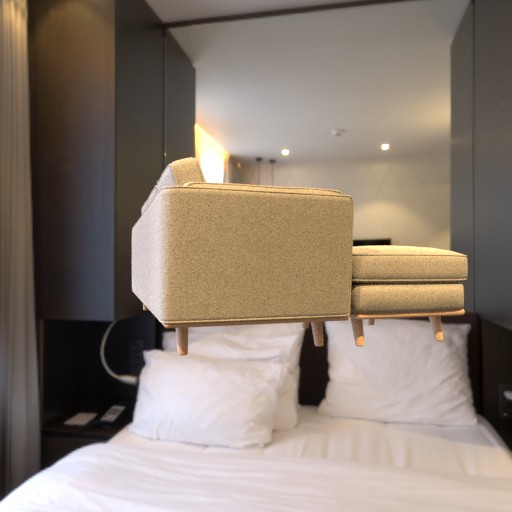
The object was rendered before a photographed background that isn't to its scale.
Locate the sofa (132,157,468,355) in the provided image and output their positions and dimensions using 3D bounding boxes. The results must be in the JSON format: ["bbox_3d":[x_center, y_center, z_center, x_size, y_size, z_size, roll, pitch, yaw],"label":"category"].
[{"bbox_3d":[0.000,0.000,3.166,1.604,0.929,2.411,0,-1,-19],"label":"sofa"}]
